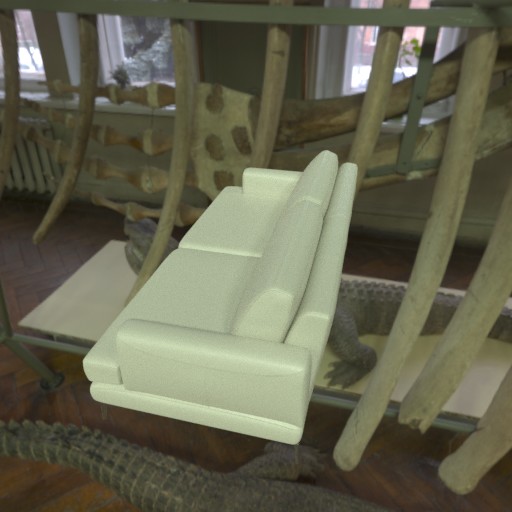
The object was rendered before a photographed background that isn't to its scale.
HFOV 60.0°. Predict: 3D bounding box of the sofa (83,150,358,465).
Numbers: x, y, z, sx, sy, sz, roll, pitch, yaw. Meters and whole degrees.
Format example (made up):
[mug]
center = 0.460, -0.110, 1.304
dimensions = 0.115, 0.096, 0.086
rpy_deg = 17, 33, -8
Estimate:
[sofa]
center = 0.000, 0.000, 2.468
dimensions = 0.974, 0.765, 1.940
rpy_deg = 7, 32, 12
